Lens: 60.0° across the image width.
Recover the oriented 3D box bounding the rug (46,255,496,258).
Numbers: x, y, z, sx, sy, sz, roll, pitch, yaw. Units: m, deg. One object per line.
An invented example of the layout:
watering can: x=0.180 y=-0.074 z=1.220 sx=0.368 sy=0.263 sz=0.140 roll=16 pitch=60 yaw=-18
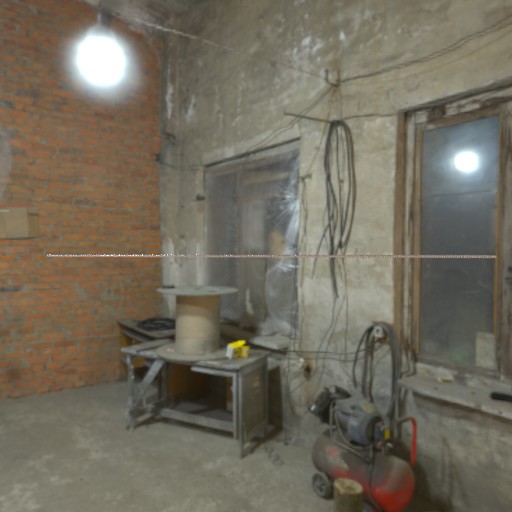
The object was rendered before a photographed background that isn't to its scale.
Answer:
rug: x=0.000 y=0.000 z=2.492 sx=2.294 sy=0.011 sz=0.666 roll=0 pitch=0 yaw=17
